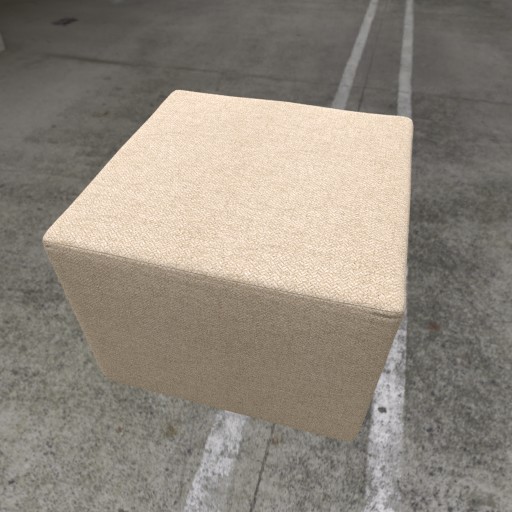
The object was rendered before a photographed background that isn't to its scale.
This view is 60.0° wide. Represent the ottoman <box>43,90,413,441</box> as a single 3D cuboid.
[{"bbox_3d":[0.000,0.000,0.871,0.508,0.432,0.508,11,46,11],"label":"ottoman"}]
